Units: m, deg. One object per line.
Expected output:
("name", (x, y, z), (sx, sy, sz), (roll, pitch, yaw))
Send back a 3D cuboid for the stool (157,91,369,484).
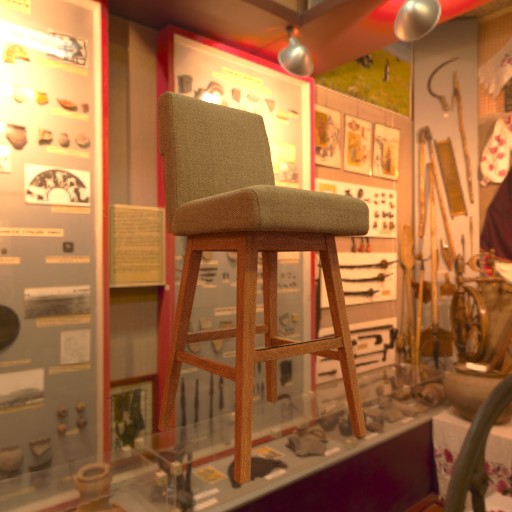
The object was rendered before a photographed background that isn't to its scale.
("stool", (0.000, 0.000, 1.411), (0.483, 1.106, 0.569), (0, 0, -38))
